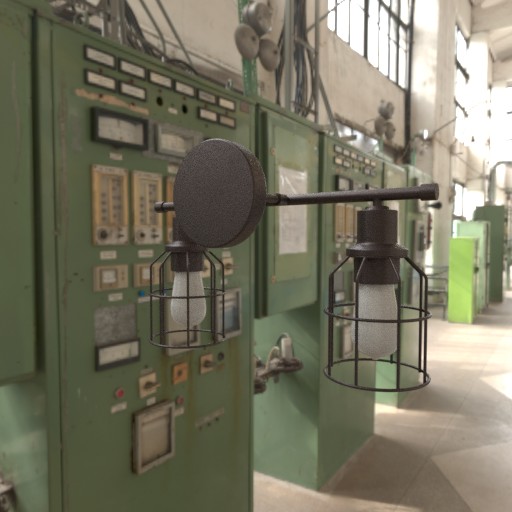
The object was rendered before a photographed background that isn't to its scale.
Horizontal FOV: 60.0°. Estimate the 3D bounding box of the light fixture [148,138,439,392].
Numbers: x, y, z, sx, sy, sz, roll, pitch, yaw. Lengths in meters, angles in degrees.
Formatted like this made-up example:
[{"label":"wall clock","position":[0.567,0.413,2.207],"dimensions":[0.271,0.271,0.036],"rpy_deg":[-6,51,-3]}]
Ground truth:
[{"label":"light fixture","position":[0.000,0.000,0.541],"dimensions":[0.406,0.254,0.165],"rpy_deg":[2,3,36]}]
